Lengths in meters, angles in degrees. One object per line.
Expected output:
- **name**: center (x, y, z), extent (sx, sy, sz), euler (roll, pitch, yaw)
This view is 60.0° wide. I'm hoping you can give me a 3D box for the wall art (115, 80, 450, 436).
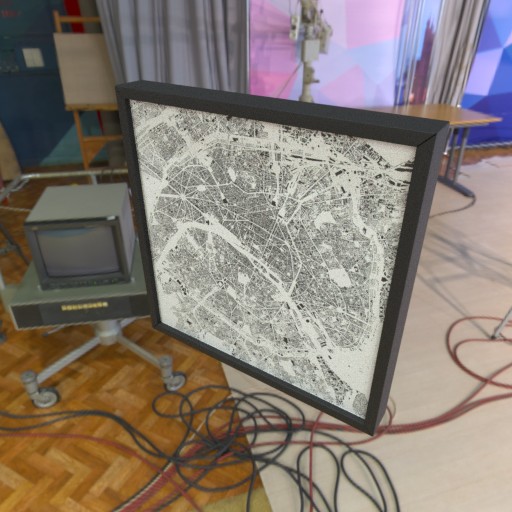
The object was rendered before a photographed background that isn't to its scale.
- **wall art**: center (0.000, 0.000, 0.450), extent (0.305, 0.305, 0.037), euler (19, 36, 28)
